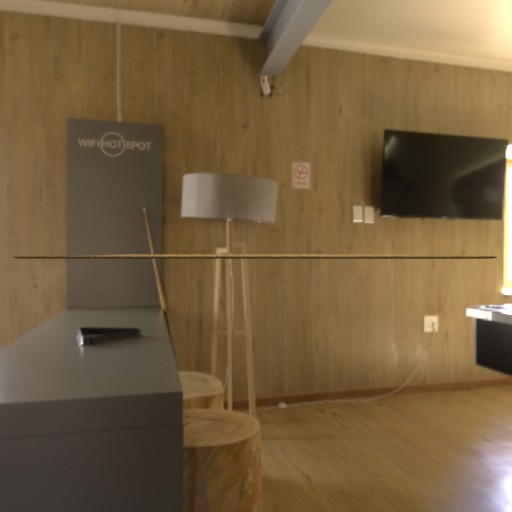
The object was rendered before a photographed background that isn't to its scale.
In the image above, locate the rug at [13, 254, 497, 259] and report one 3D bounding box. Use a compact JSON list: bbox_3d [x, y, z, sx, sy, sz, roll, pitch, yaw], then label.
[{"bbox_3d":[0.000,0.000,4.980,3.935,0.025,2.782,0,0,1],"label":"rug"}]
